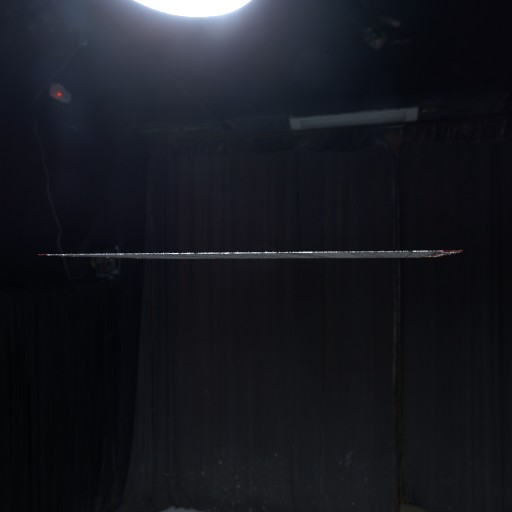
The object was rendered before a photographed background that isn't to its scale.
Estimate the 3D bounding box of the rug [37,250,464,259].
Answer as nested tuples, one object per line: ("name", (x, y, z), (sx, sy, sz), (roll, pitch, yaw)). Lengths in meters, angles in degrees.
("rug", (0.000, 0.000, 3.072), (2.465, 0.012, 1.465), (0, -1, 17))
